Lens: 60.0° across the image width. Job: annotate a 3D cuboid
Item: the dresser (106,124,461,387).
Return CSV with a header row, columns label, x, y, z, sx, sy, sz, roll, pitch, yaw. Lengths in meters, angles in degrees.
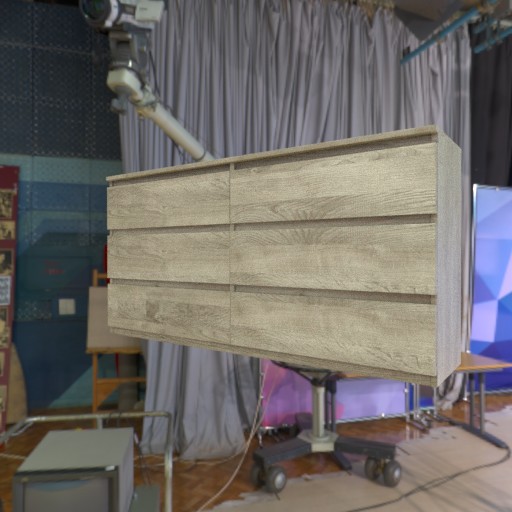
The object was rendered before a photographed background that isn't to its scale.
label,x,y,z,sx,sy,sz,roll,pitch,yaw
dresser,0.000,0.000,1.942,1.590,0.795,0.390,0,0,35
